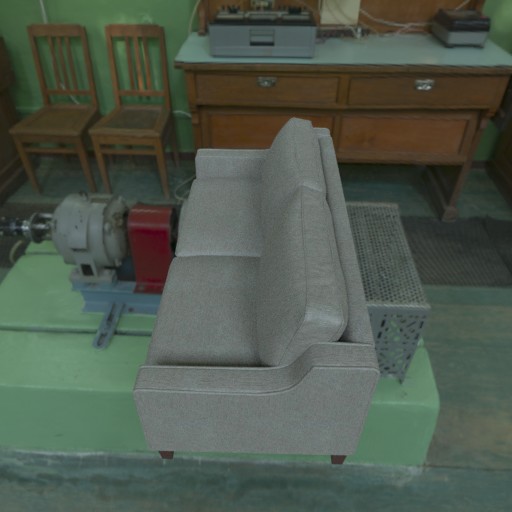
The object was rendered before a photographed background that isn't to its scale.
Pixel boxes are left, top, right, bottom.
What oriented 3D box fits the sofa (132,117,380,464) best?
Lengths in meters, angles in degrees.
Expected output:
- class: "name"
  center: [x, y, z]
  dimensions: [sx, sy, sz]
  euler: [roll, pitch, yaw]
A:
- class: "sofa"
  center: [0.000, 0.000, 2.796]
  dimensions: [1.073, 1.074, 2.181]
  euler: [1, 41, 1]
